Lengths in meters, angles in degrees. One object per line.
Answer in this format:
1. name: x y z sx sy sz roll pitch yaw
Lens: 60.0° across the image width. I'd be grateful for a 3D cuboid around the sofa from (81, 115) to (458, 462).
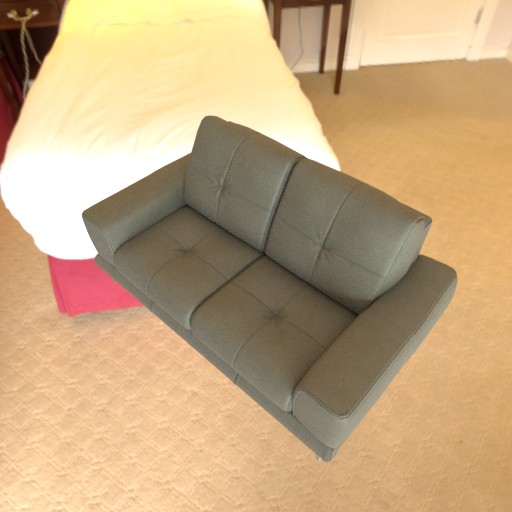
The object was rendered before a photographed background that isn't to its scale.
1. sofa: 0.000 0.000 2.352 1.806 0.907 1.018 33 54 28
